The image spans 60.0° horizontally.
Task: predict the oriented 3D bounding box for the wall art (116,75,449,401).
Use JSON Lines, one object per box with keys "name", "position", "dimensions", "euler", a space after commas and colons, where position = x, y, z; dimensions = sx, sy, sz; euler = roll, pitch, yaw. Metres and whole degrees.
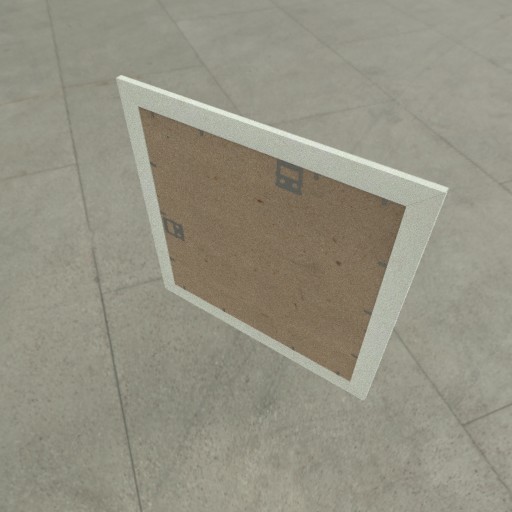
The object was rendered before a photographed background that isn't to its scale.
{"name": "wall art", "position": [0.000, 0.000, 0.889], "dimensions": [0.584, 0.584, 0.013], "euler": [26, 52, 22]}
